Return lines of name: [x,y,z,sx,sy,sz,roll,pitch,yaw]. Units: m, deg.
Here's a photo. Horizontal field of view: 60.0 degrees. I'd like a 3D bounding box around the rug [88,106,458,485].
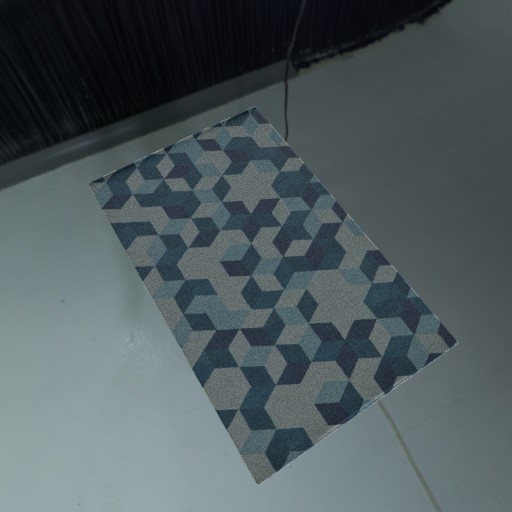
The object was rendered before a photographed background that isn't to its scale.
rug: [0.000,0.000,3.116,1.518,0.015,2.438,-29,66,-14]
